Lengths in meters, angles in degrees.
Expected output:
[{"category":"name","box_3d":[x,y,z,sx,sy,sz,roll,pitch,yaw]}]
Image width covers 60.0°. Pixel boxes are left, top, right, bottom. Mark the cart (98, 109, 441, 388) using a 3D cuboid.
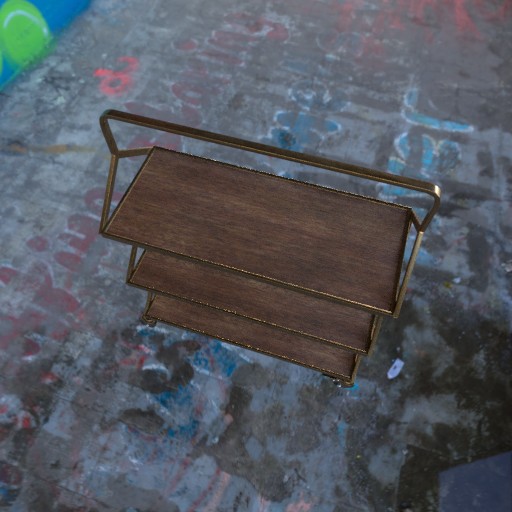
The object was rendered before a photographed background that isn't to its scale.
[{"category":"cart","box_3d":[0.000,0.000,1.181,0.723,0.805,0.313,15,60,9]}]
